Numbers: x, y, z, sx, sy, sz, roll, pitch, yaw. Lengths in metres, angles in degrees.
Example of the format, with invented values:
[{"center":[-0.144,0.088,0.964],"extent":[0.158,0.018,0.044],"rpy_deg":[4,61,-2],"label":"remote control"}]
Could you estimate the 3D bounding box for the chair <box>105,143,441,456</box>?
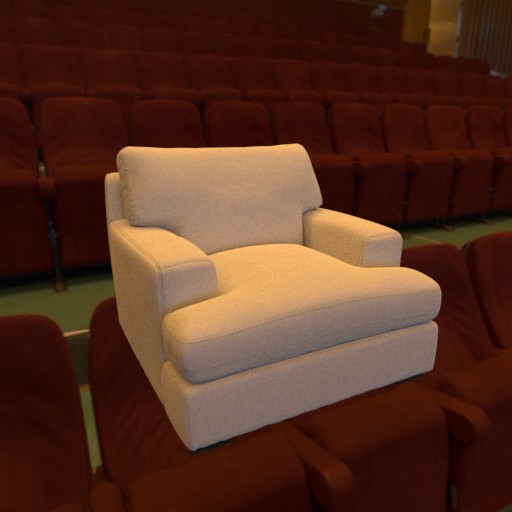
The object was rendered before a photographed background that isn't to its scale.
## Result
[{"center":[0.000,0.000,1.962],"extent":[1.140,0.930,1.158],"rpy_deg":[-8,18,-26],"label":"chair"}]
